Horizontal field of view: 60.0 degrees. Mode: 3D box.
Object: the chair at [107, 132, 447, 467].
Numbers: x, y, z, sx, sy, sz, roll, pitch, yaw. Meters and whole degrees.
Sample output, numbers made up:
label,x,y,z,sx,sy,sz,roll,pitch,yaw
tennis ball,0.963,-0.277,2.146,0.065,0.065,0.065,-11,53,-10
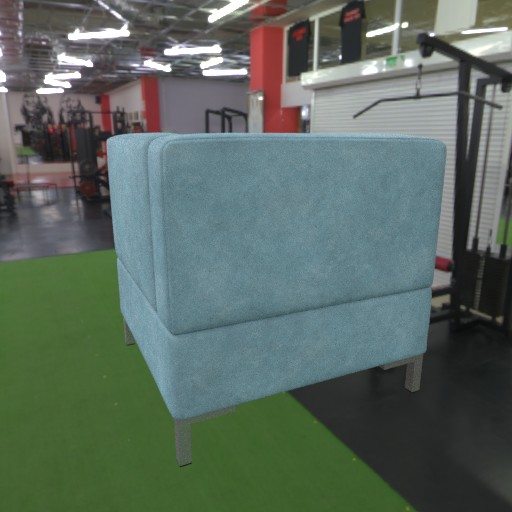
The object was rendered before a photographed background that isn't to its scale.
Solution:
label,x,y,z,sx,sy,sz,roll,pitch,yaw
chair,0.000,0.000,1.236,0.691,0.660,0.684,-7,17,-25
